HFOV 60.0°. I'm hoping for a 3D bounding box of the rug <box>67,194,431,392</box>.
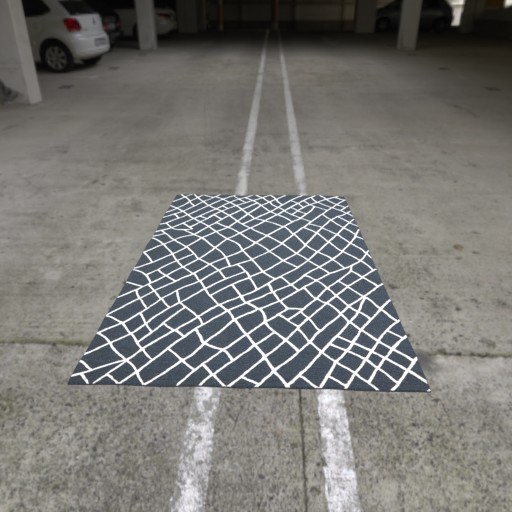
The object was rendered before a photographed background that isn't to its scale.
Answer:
[{"bbox_3d":[0.000,0.000,2.944,1.529,0.017,2.448,1,27,1],"label":"rug"}]
